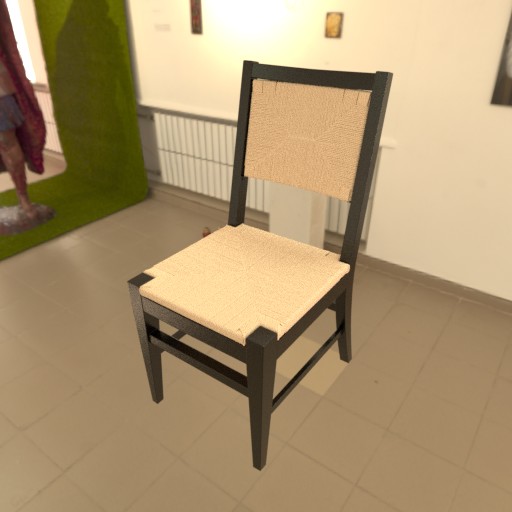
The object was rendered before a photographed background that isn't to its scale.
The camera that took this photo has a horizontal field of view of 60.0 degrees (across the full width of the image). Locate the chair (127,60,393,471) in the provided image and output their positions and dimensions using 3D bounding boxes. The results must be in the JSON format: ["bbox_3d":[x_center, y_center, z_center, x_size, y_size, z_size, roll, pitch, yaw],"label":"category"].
[{"bbox_3d":[0.000,0.000,1.221,0.437,0.927,0.552,20,35,30],"label":"chair"}]
